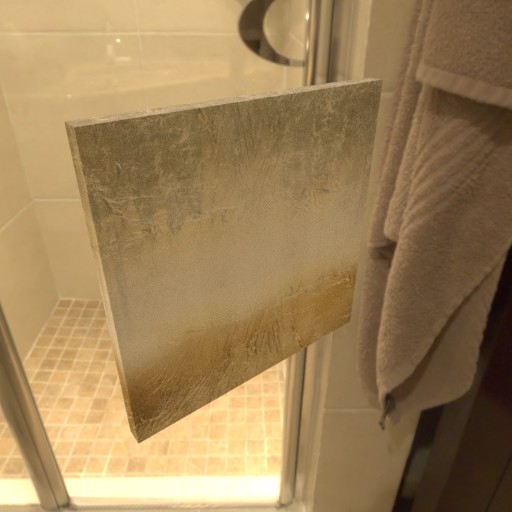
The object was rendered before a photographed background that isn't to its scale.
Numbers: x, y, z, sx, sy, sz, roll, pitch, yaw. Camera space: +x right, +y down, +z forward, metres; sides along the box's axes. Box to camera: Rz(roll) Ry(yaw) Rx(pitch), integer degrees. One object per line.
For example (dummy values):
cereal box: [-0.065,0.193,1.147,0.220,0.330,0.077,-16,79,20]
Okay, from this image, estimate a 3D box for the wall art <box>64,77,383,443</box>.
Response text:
wall art: [0.000,0.000,0.885,0.610,0.610,0.038,-21,36,-32]
